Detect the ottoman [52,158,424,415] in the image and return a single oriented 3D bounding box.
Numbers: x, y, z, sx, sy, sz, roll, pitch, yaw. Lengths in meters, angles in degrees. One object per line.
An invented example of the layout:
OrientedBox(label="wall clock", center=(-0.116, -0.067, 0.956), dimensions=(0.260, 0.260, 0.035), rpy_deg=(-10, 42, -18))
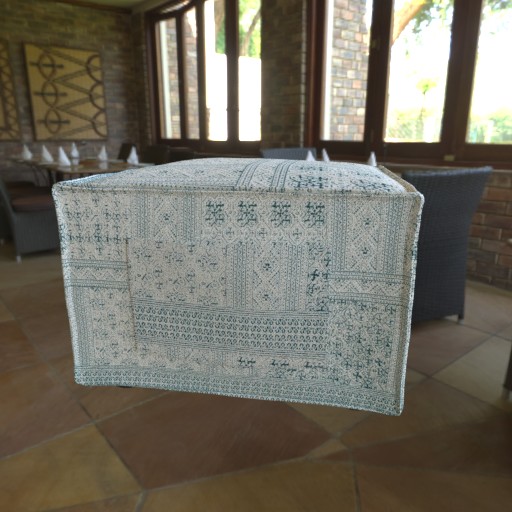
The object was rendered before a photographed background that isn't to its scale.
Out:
OrientedBox(label="ottoman", center=(0.000, 0.000, 1.032), dimensions=(0.617, 0.439, 0.626), rpy_deg=(3, 16, 9))
